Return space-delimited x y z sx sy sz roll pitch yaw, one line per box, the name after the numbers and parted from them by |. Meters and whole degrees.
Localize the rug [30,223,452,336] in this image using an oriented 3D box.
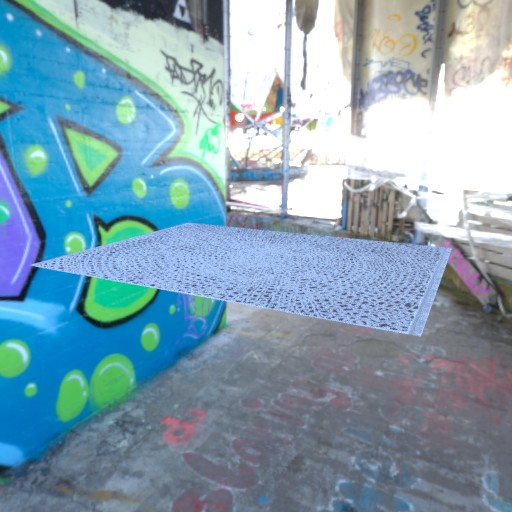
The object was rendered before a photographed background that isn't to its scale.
0.000 0.000 2.105 1.634 0.003 1.190 7 16 26 | rug
